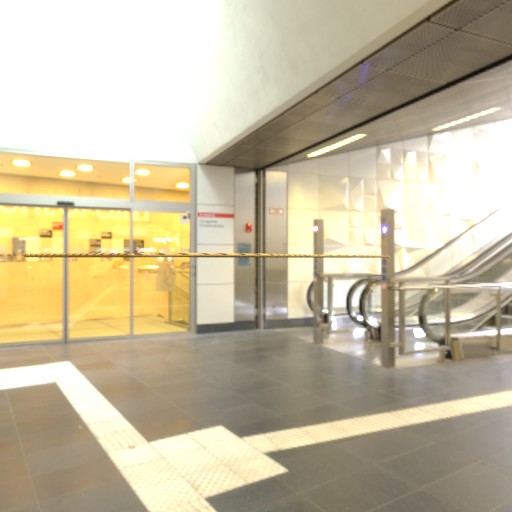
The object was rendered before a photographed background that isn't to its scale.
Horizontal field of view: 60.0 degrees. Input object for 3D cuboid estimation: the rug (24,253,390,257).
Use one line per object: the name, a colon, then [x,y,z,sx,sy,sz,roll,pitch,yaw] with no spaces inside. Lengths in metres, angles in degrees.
rug: [0.000,0.000,2.719,0.773,0.020,2.439,0,0,37]
